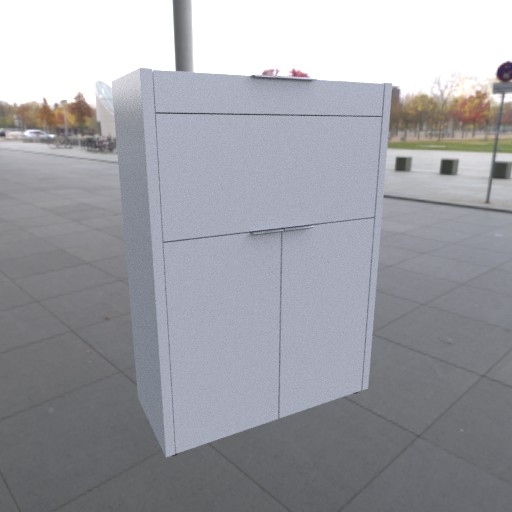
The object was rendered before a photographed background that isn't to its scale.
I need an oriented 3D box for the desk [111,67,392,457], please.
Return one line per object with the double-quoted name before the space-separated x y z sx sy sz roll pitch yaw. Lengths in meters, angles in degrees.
"desk" 0.000 0.000 1.620 0.850 1.190 0.390 -8 18 -27
